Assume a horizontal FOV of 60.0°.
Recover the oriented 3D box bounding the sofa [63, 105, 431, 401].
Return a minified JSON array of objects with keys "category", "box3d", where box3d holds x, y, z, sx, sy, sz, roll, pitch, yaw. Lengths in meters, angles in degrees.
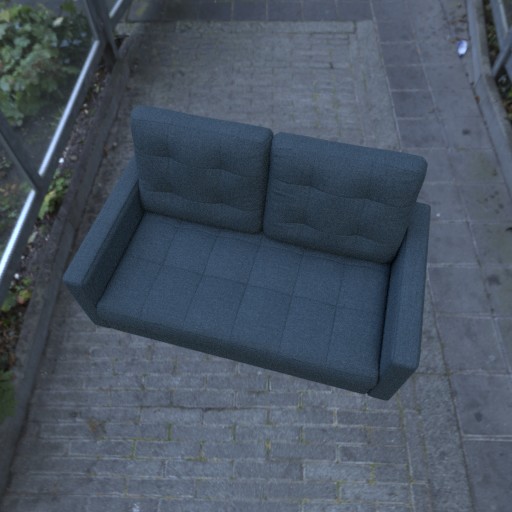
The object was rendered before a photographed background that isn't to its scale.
[{"category":"sofa","box3d":[0.000,0.000,1.957,1.407,0.907,0.842,13,58,8]}]
